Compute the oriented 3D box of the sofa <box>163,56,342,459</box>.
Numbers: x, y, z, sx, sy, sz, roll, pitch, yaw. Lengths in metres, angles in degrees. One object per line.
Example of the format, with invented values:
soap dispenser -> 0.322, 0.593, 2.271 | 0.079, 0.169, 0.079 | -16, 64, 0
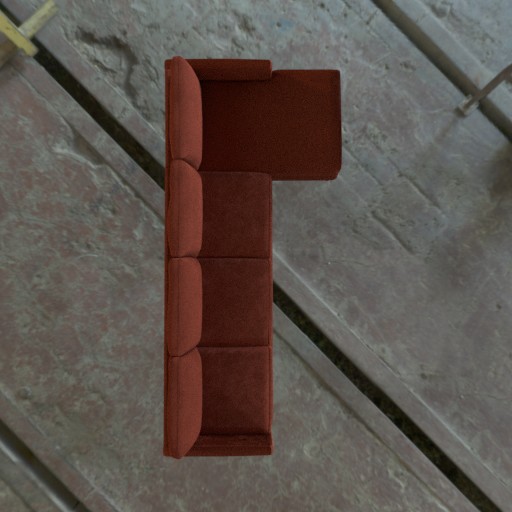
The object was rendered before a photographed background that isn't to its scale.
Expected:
sofa -> 0.000, 0.000, 3.404 | 1.350, 0.810, 2.932 | 0, 89, -1
